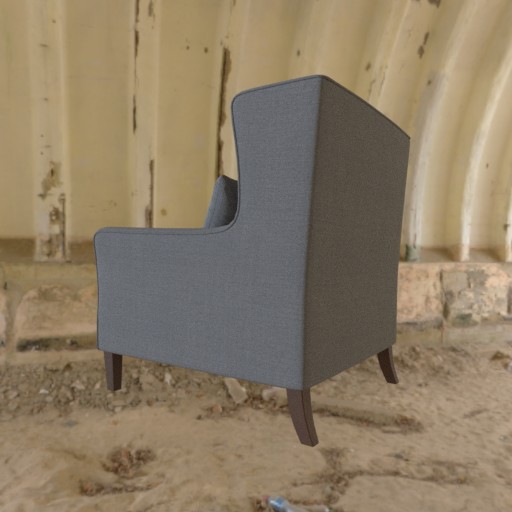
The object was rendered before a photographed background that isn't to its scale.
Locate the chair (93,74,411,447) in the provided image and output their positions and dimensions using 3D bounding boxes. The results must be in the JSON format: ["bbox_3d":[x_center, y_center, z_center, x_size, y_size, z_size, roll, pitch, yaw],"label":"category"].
[{"bbox_3d":[0.000,0.000,1.802,1.040,1.056,0.866,0,0,35],"label":"chair"}]
